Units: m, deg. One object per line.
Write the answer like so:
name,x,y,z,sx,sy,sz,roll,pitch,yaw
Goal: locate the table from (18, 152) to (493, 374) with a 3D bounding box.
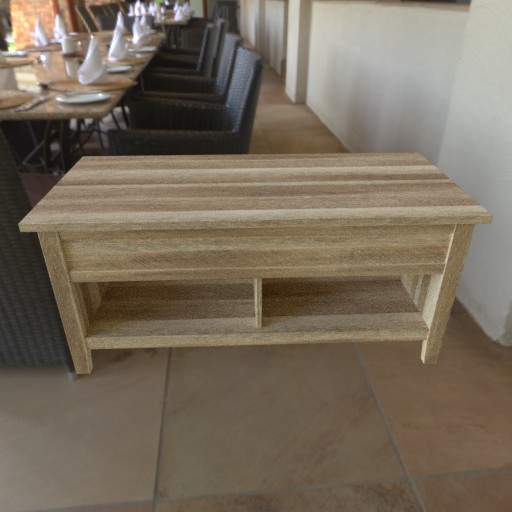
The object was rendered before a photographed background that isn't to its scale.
table,0.000,0.000,1.353,1.095,0.480,0.493,-1,30,-2
